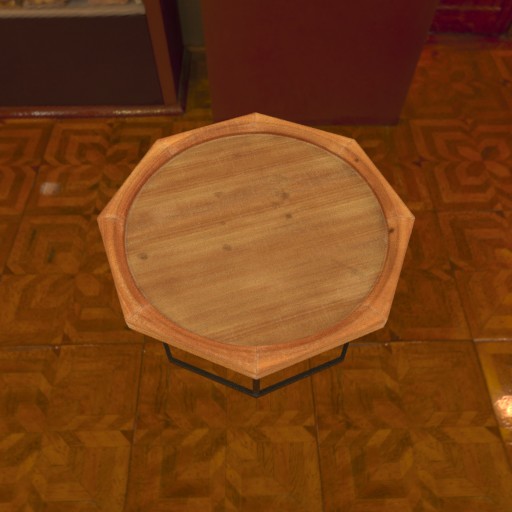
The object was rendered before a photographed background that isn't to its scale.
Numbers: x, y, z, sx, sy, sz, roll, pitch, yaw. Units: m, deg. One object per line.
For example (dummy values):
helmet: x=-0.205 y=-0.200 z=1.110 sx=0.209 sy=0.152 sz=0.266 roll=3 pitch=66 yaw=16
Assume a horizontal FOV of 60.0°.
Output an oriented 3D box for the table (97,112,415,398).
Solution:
table: x=0.000 y=0.000 z=1.579 sx=1.002 sy=0.444 sz=1.002 roll=0 pitch=57 yaw=0
